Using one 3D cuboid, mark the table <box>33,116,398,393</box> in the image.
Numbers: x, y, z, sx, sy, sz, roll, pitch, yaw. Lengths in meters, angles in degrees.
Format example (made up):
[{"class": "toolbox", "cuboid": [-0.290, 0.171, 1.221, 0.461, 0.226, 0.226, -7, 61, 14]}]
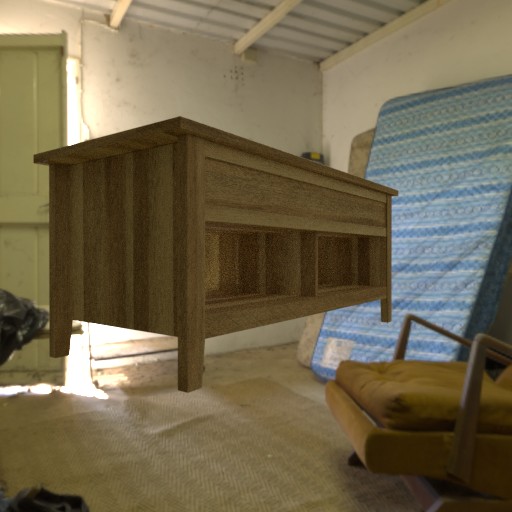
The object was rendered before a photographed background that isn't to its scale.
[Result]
[{"class": "table", "cuboid": [0.000, 0.000, 1.337, 0.493, 0.480, 1.095, 0, 0, 37]}]
